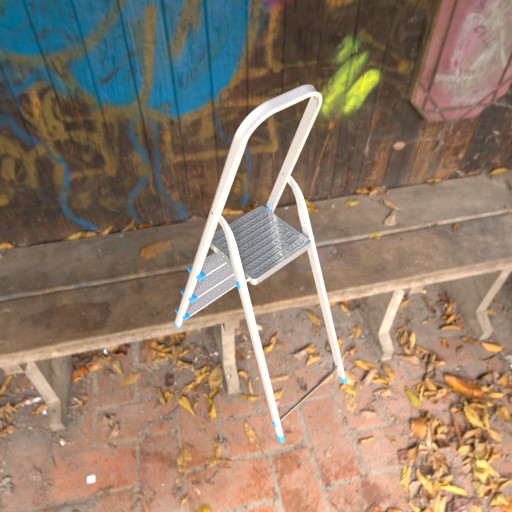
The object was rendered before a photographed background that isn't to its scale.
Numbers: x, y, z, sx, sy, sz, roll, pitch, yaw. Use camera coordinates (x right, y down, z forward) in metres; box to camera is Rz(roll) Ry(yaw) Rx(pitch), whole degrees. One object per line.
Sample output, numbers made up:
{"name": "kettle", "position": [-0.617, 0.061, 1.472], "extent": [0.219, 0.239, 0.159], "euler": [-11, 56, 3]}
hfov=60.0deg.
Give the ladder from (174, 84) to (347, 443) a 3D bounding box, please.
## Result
{"name": "ladder", "position": [0.000, 0.000, 1.744], "extent": [0.445, 1.434, 0.842], "euler": [-33, 55, -27]}
